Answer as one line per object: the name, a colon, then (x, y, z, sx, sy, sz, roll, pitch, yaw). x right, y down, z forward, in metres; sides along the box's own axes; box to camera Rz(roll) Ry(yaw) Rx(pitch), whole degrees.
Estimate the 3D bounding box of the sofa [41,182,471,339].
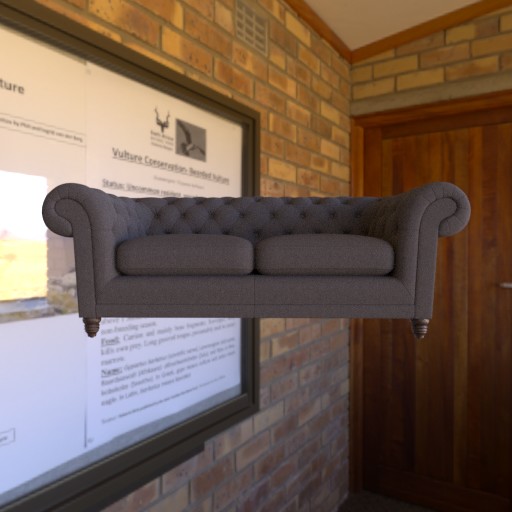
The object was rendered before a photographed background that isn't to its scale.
sofa: (0.000, 0.000, 2.521, 1.998, 0.764, 0.986, 0, 1, 1)
